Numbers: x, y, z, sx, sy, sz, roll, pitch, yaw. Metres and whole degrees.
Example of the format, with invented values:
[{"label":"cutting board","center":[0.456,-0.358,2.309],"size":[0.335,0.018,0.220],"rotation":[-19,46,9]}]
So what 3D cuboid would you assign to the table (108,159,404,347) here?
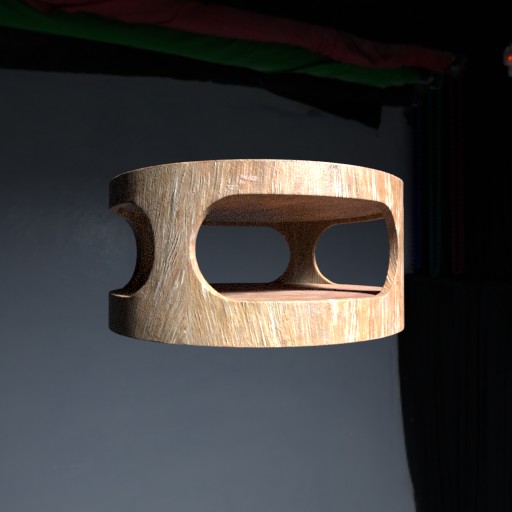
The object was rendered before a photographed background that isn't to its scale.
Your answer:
[{"label":"table","center":[0.000,0.000,1.545],"size":[0.974,0.450,0.974],"rotation":[0,-1,0]}]
